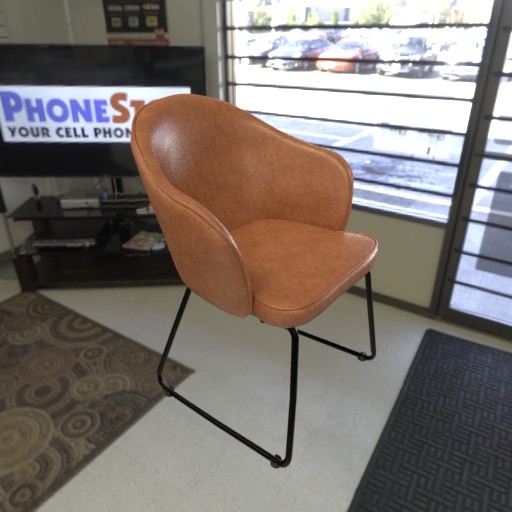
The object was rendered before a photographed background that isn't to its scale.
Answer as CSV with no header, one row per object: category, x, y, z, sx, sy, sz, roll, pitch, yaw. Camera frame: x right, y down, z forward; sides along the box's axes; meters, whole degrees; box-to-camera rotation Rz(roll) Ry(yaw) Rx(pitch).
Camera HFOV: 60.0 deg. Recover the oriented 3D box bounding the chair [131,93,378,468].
chair,0.000,0.000,1.205,0.580,0.785,0.582,19,33,32
